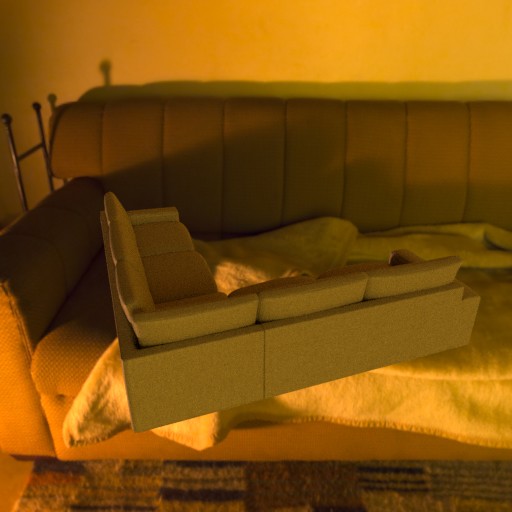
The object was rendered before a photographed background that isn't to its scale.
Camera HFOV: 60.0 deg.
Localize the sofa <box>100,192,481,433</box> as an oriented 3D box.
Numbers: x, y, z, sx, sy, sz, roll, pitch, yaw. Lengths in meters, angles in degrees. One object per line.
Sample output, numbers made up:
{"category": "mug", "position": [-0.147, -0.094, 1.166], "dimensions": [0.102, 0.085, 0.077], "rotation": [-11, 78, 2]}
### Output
{"category": "sofa", "position": [0.000, 0.000, 4.124], "dimensions": [2.622, 0.800, 2.742], "rotation": [-9, 28, -18]}
